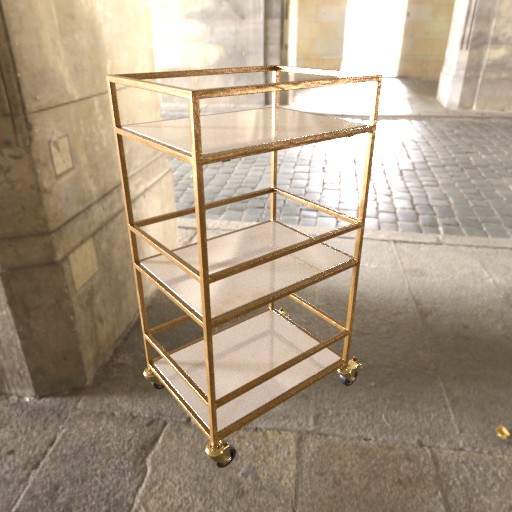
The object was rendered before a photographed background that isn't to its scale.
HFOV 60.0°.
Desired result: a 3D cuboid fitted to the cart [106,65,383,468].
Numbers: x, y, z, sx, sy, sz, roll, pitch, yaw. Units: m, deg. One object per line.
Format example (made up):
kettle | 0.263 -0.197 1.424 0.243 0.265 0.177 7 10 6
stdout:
cart | 0.000 0.000 0.997 0.483 0.761 0.332 -20 33 -33
